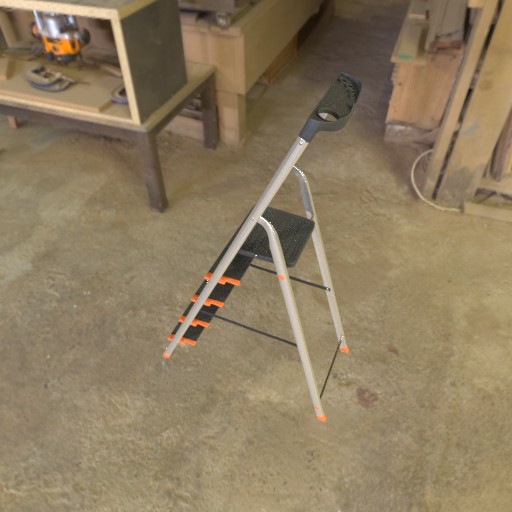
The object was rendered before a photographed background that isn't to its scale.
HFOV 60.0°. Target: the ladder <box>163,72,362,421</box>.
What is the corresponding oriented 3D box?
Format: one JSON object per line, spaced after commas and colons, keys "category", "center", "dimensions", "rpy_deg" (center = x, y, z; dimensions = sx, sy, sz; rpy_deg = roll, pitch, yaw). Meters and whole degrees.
{"category": "ladder", "center": [0.000, 0.000, 2.032], "dimensions": [0.995, 1.646, 0.480], "rpy_deg": [17, 48, 16]}
